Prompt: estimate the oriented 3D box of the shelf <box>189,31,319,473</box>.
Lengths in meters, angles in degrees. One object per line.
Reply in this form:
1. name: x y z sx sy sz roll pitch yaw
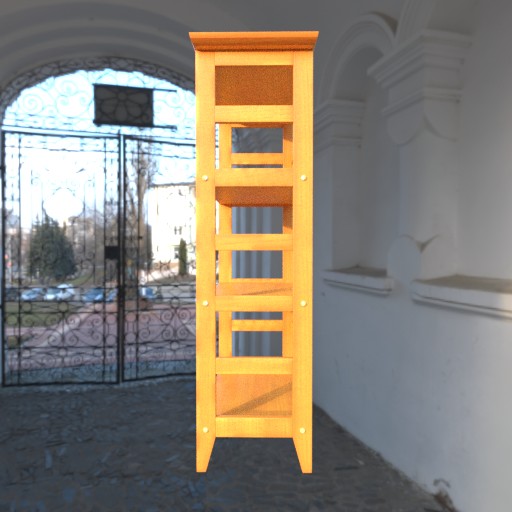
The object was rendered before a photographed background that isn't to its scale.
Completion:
1. shelf: 0.000 0.000 1.382 0.305 1.067 0.660 0 1 1
